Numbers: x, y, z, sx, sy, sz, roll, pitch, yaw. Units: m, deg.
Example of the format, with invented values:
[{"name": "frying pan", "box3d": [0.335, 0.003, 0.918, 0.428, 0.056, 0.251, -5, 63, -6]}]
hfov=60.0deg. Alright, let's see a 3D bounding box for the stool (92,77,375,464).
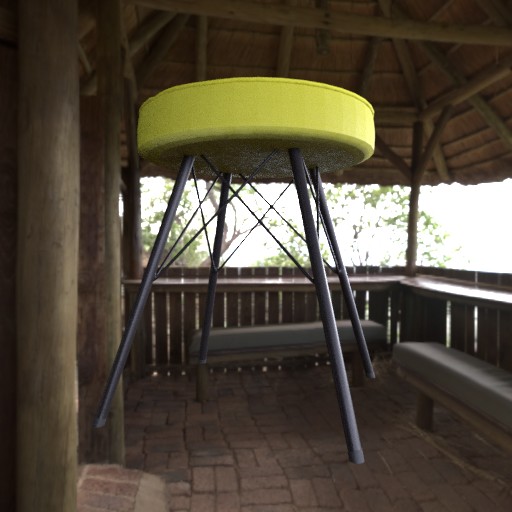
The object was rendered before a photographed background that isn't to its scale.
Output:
[{"name": "stool", "box3d": [0.000, 0.000, 0.793, 0.409, 0.508, 0.409, 0, 1, 17]}]
